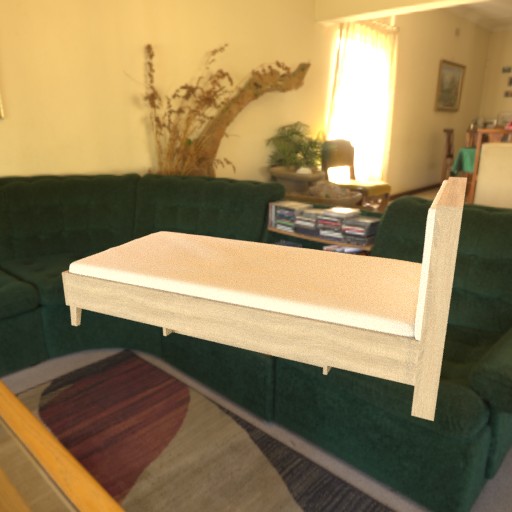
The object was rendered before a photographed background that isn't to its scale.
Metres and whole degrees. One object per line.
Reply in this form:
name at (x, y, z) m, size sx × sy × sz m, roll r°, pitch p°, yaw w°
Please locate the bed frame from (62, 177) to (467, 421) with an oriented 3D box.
bed frame at (0.000, 0.000, 2.619) m, size 2.140 × 0.920 × 0.990 m, roll 8°, pitch 19°, yaw 24°
